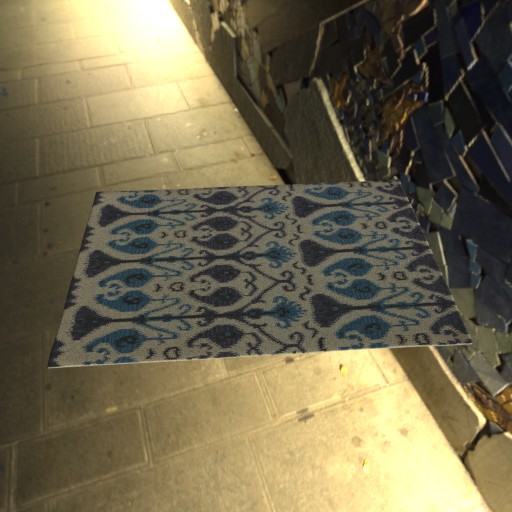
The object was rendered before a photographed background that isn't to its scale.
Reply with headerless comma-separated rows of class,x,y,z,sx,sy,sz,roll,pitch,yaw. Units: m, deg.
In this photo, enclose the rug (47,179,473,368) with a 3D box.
rug,0.000,0.000,2.116,1.698,0.013,1.072,-3,47,-3
